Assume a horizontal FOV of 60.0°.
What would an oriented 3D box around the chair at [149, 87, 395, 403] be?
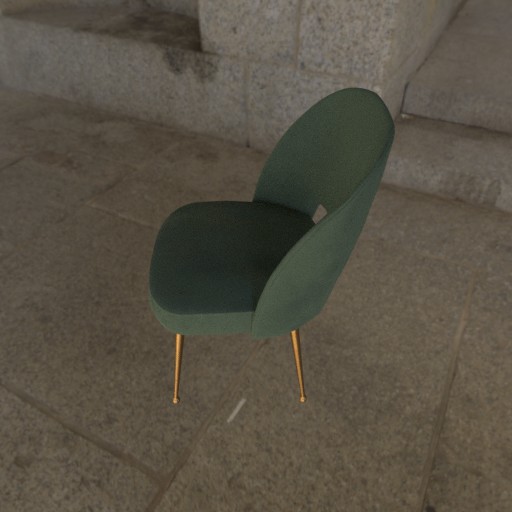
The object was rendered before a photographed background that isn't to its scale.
[{"bbox_3d":[0.000,0.000,1.245,0.577,0.860,0.527,0,41,-1],"label":"chair"}]
